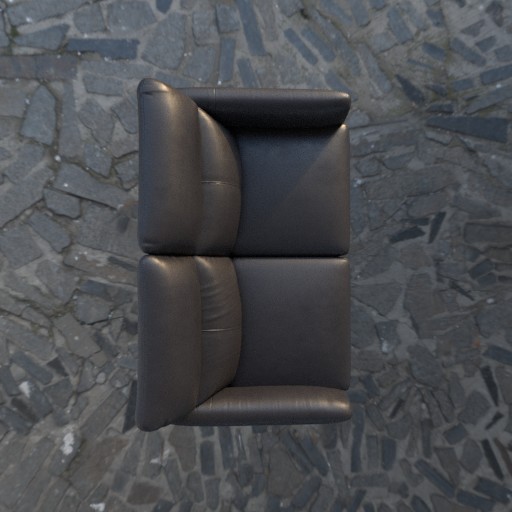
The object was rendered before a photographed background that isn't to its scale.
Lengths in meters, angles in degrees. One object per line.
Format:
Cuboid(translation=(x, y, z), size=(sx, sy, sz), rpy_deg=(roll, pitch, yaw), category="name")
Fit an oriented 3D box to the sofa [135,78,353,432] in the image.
Cuboid(translation=(0.000, 0.000, 2.168), size=(0.958, 0.920, 1.596), rpy_deg=(0, 89, 0), category="sofa")
